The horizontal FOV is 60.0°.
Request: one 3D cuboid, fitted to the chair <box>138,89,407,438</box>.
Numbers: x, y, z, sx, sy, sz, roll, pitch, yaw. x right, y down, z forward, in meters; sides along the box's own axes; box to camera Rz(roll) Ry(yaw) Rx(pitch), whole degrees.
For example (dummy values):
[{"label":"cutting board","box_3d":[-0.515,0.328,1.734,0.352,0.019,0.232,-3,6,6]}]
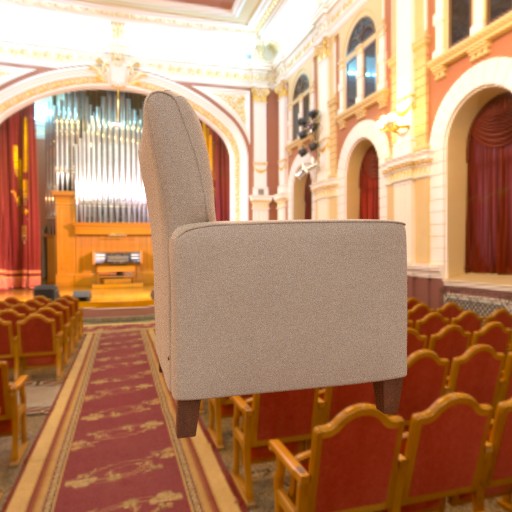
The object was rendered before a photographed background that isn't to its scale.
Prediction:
[{"label":"chair","box_3d":[0.000,0.000,1.698,0.858,1.023,0.841,0,1,-17]}]
